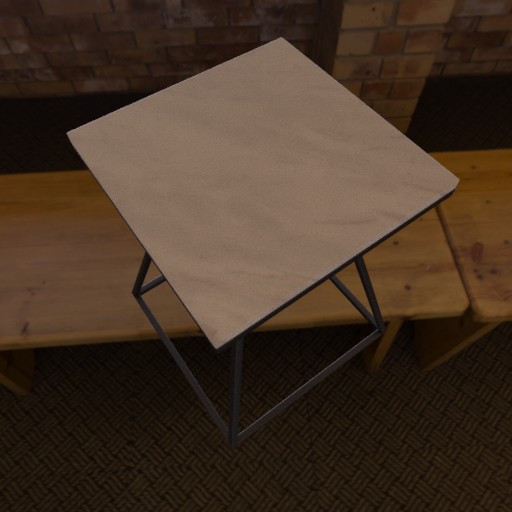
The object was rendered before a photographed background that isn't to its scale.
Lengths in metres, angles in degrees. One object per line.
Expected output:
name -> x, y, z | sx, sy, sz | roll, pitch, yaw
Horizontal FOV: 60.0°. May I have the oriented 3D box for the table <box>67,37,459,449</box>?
table -> 0.000, 0.000, 0.875 | 0.455, 0.559, 0.455 | -32, 64, -18
